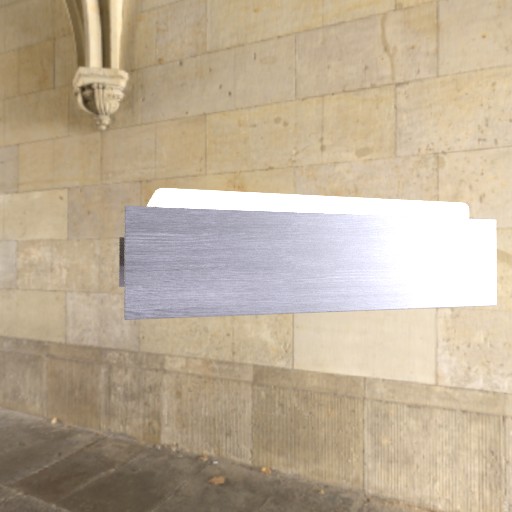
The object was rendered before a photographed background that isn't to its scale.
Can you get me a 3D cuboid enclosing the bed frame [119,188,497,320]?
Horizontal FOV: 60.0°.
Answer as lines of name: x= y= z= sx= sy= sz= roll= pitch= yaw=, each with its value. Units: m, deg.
bed frame: x=0.000 y=0.000 z=2.555 sx=1.490 sy=0.432 sz=1.950 roll=0 pitch=-1 yaw=-18
